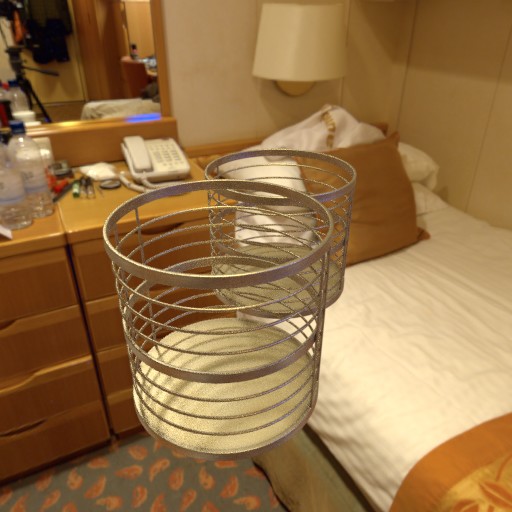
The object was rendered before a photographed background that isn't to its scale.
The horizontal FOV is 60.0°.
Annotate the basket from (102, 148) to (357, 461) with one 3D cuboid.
[{"bbox_3d":[0.000,0.000,0.946,0.356,0.351,0.746,8,30,15],"label":"basket"}]
